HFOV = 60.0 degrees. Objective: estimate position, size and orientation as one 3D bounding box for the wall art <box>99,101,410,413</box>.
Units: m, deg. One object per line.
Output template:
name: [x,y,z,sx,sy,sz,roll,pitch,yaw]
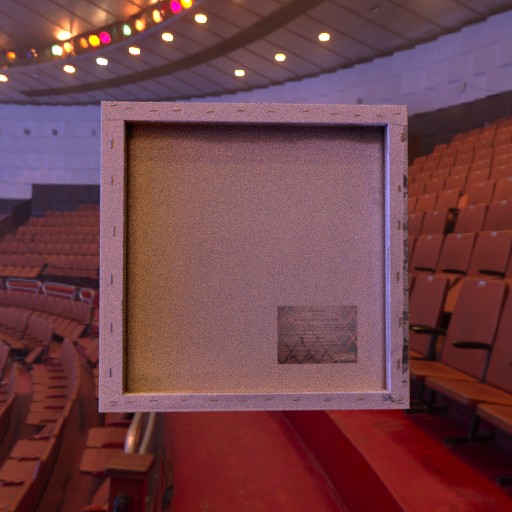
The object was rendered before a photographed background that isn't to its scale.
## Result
wall art: [0.000,0.000,0.890,0.609,0.607,0.036,0,-1,-2]
